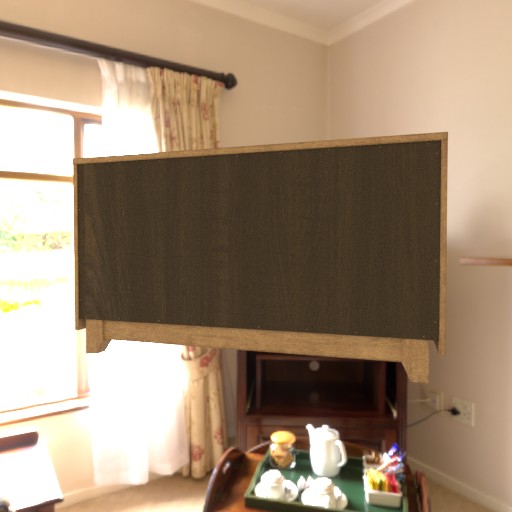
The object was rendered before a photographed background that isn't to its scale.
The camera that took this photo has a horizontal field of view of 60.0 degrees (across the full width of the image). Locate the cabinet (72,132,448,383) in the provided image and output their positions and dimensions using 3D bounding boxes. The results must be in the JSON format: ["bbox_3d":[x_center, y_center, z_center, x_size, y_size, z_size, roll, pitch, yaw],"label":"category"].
[{"bbox_3d":[0.000,0.000,1.900,1.460,0.825,0.511,0,2,18],"label":"cabinet"}]
